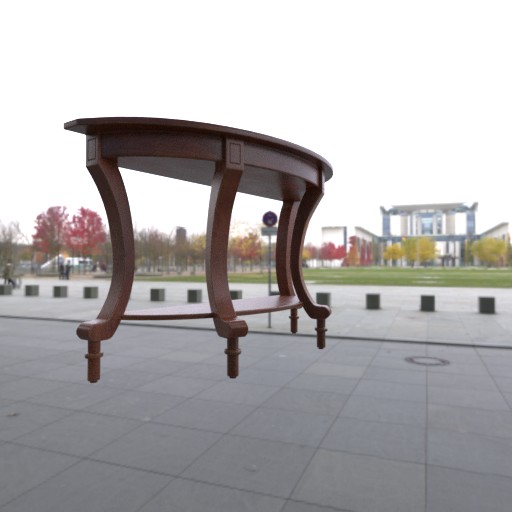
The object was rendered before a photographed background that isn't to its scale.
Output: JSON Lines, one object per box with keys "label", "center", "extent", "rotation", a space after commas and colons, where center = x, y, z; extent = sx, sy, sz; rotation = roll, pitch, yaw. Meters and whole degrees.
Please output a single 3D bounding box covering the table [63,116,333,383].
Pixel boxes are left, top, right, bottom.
{"label": "table", "center": [0.000, 0.000, 1.540], "extent": [0.394, 0.699, 1.198], "rotation": [-1, -1, 36]}
